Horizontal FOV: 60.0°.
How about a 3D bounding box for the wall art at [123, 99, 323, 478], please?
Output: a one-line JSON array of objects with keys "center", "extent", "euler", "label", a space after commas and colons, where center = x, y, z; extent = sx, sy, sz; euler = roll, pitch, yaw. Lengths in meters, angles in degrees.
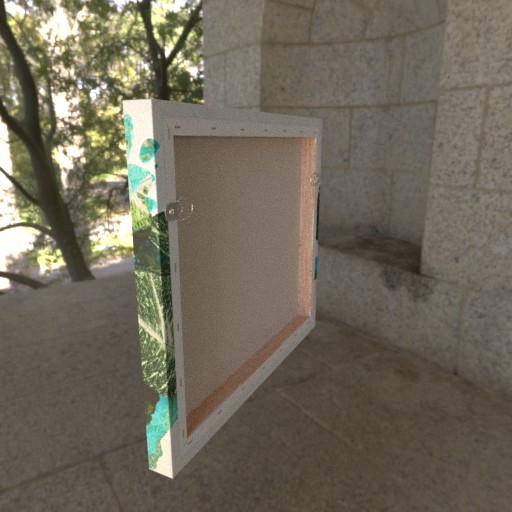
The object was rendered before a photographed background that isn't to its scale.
[{"center": [0.000, 0.000, 0.706], "extent": [0.041, 0.435, 0.507], "euler": [7, 16, 26], "label": "wall art"}]
